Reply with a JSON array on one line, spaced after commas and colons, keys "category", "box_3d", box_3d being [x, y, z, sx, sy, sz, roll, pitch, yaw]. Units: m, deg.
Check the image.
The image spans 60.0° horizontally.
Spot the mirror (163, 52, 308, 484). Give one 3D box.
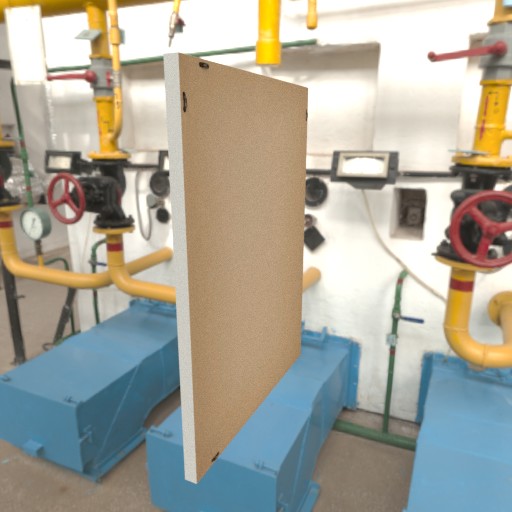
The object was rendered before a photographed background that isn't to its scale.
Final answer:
[{"category": "mirror", "box_3d": [0.000, 0.000, 1.335, 0.041, 1.016, 0.762, 7, 17, 25]}]
